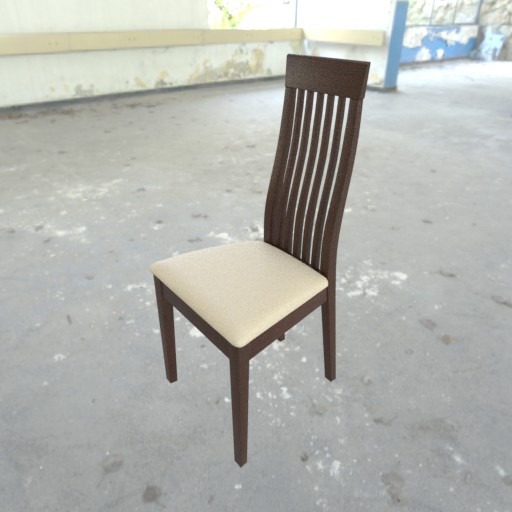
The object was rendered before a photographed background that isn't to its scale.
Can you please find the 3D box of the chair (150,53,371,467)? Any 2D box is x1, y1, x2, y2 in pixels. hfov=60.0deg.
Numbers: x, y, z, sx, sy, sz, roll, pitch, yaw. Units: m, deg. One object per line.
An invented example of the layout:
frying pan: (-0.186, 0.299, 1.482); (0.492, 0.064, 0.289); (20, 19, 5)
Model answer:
chair: (0.000, 0.000, 1.281); (0.474, 1.027, 0.460); (-21, 35, -33)
